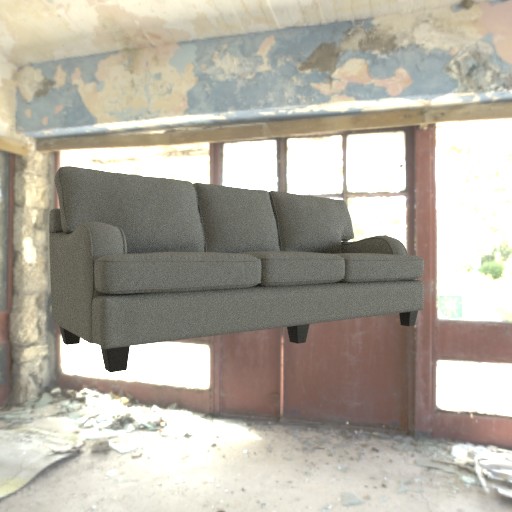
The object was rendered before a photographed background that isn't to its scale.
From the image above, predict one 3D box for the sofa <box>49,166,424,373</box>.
[{"bbox_3d":[0.000,0.000,2.884,2.323,0.997,1.016,0,0,-37],"label":"sofa"}]
